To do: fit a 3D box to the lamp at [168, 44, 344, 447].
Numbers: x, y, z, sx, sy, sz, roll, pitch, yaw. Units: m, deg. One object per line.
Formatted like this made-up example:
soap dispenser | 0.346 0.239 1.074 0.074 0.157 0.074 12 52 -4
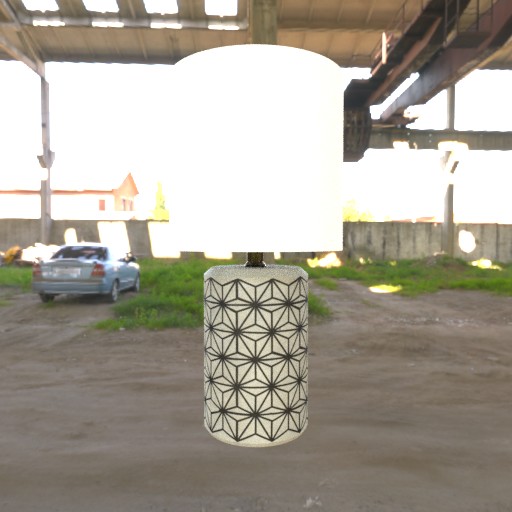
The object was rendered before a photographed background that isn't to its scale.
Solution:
lamp | 0.000 0.000 0.538 0.206 0.416 0.206 -1 2 -35
